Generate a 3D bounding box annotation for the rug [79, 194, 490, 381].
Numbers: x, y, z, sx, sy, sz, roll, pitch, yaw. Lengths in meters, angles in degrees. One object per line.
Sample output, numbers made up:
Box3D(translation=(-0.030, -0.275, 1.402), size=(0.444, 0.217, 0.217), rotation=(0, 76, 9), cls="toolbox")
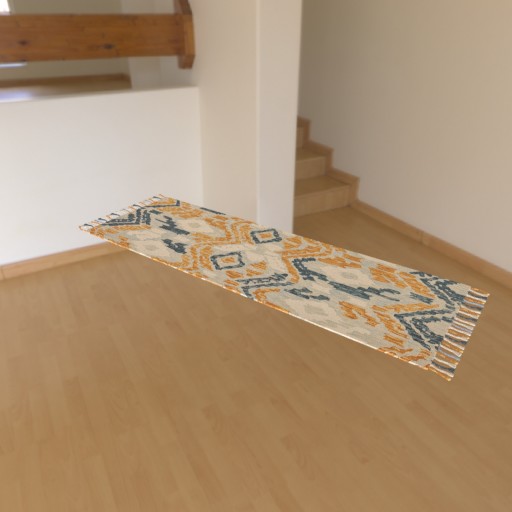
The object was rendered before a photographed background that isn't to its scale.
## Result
Box3D(translation=(0.000, 0.000, 2.639), size=(2.437, 0.010, 0.783), rotation=(19, 34, 30), cls="rug")
